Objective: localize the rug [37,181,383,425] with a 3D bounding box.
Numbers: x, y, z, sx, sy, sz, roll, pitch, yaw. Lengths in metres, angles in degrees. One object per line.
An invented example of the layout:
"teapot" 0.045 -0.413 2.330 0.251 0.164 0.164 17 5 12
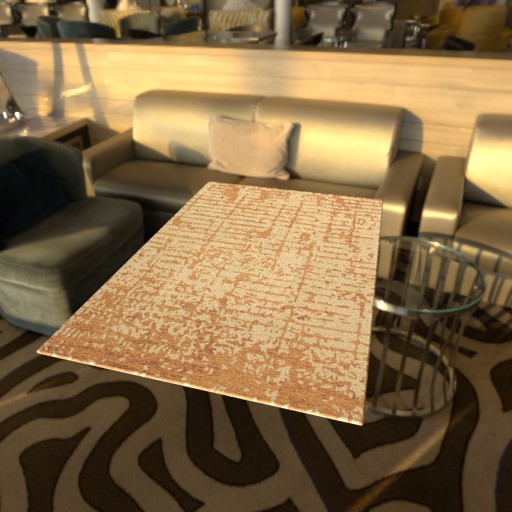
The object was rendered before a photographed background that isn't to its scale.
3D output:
"rug" 0.000 0.000 2.297 1.219 0.011 1.829 8 32 13
